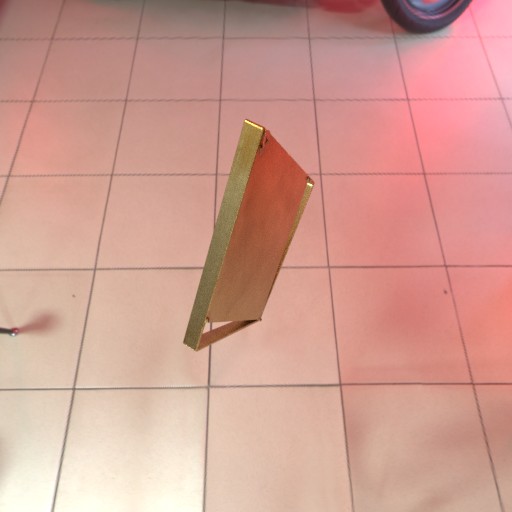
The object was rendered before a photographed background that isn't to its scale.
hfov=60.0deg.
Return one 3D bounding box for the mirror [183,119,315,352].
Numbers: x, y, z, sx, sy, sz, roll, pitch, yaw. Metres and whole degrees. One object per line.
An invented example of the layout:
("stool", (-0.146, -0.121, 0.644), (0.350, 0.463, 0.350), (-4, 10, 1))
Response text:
("mirror", (0.000, 0.000, 0.836), (0.032, 0.679, 0.419), (29, 66, 15))
